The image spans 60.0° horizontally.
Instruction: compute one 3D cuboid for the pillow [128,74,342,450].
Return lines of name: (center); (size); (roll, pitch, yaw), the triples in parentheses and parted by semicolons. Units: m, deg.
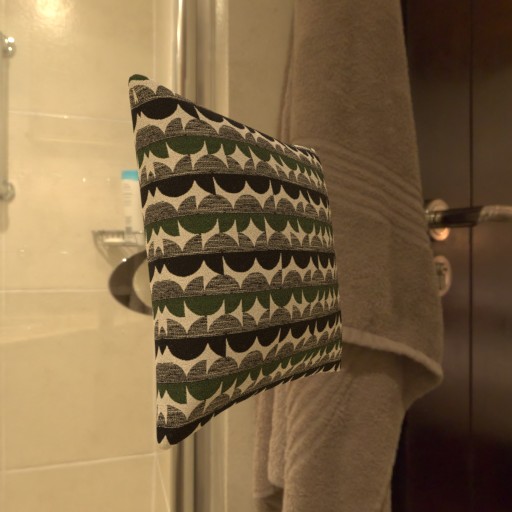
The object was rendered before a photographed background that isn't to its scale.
pillow: (0.000, 0.000, 0.637); (0.180, 0.404, 0.419); (0, -1, 36)
